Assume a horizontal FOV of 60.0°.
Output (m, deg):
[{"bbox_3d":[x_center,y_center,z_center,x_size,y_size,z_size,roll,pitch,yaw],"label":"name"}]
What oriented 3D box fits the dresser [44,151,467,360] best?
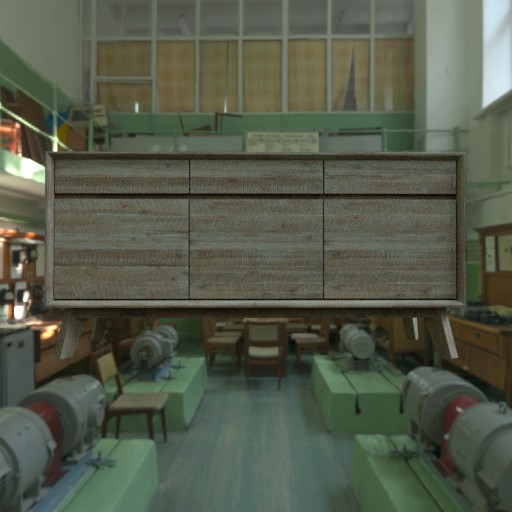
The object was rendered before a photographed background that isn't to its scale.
[{"bbox_3d":[0.000,0.000,1.909,1.602,0.788,0.455,0,-1,-1],"label":"dresser"}]
